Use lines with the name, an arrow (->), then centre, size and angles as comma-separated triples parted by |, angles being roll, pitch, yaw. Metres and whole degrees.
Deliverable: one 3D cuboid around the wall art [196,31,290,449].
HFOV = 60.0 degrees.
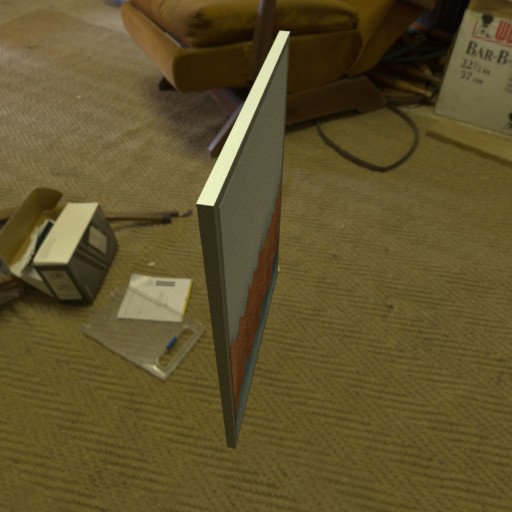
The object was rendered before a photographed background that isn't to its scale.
wall art -> 0.000, 0.000, 1.368 | 0.034, 1.042, 0.789 | 9, 47, 8
